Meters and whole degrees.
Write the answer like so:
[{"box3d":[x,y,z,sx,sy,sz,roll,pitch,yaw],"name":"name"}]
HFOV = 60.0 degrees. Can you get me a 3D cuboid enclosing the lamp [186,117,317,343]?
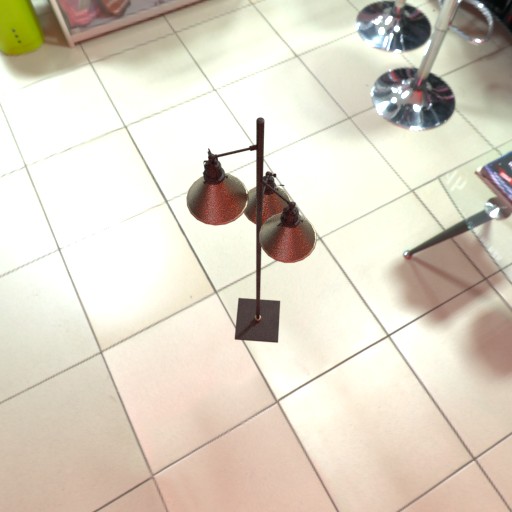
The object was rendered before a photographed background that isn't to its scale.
[{"box3d":[0.000,0.000,1.914,0.428,1.716,0.415,3,65,2],"name":"lamp"}]
